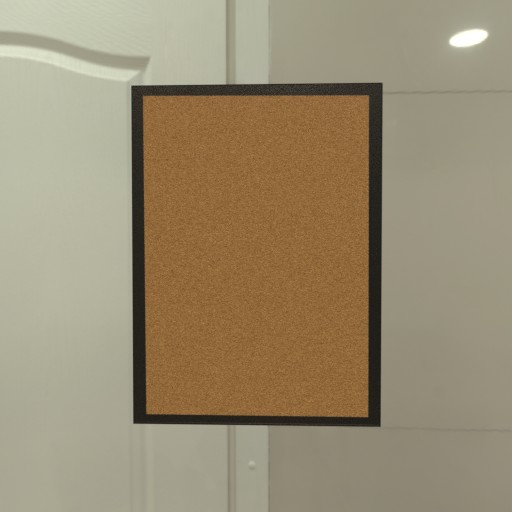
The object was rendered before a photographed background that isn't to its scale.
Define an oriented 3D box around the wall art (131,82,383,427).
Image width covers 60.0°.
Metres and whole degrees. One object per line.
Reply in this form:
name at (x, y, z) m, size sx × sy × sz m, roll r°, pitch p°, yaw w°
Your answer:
wall art at (0.000, 0.000, 0.861) m, size 0.480 × 0.657 × 0.016 m, roll 0°, pitch 1°, yaw 2°
